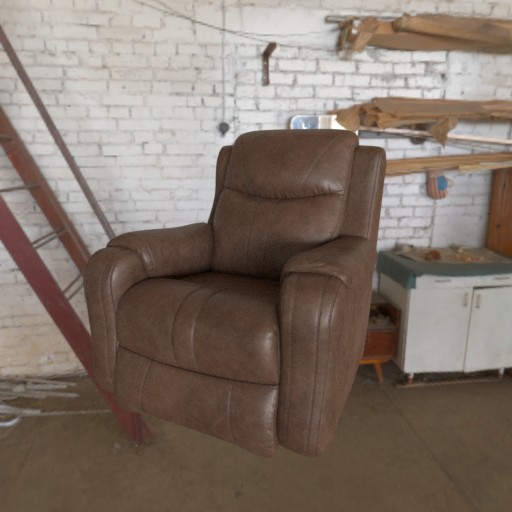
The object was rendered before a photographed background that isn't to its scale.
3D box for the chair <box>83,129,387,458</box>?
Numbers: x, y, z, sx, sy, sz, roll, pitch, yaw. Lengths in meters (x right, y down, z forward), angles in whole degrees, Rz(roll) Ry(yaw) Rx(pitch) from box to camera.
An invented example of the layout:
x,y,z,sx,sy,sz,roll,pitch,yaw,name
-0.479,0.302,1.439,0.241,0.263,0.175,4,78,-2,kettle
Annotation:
x,y,z,sx,sy,sz,roll,pitch,yaw,name
0.000,0.000,1.762,0.940,0.990,1.067,7,16,26,chair
